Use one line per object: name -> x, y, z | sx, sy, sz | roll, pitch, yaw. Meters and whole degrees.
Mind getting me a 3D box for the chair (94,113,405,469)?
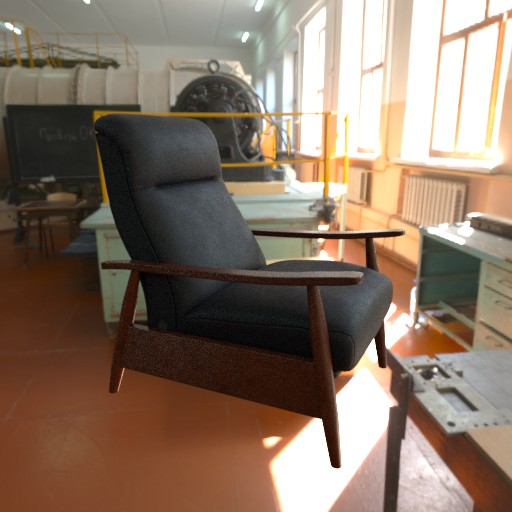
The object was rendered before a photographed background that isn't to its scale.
chair -> 0.000, 0.000, 1.759 | 1.014, 1.082, 0.762 | 7, 16, 26
